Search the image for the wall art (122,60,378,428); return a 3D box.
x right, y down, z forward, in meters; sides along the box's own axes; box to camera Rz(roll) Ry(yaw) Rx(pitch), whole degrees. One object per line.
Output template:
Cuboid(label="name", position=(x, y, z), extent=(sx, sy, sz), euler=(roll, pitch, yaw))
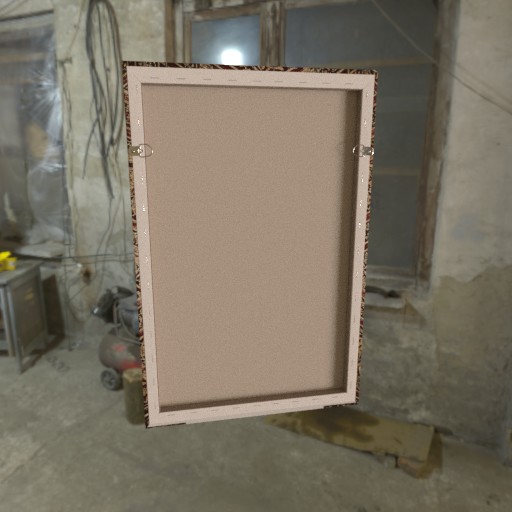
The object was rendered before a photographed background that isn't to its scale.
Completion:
Cuboid(label="wall art", position=(0.000, 0.000, 1.133), extent=(0.599, 0.904, 0.030), euler=(-3, 13, -11))
